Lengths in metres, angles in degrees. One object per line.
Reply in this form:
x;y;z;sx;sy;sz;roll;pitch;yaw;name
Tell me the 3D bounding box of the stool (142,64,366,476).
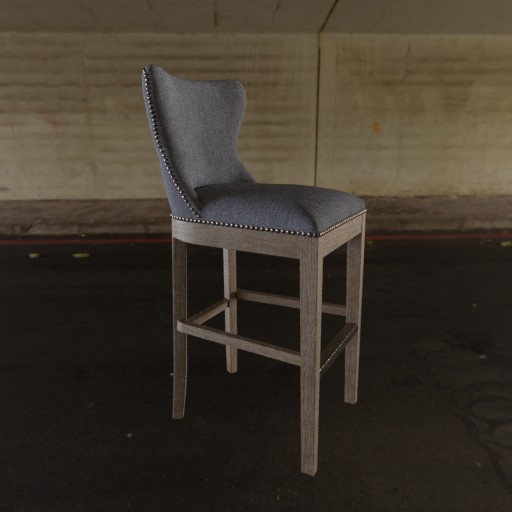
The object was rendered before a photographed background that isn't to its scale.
0.000;0.000;1.429;0.606;1.123;0.494;8;17;28;stool
